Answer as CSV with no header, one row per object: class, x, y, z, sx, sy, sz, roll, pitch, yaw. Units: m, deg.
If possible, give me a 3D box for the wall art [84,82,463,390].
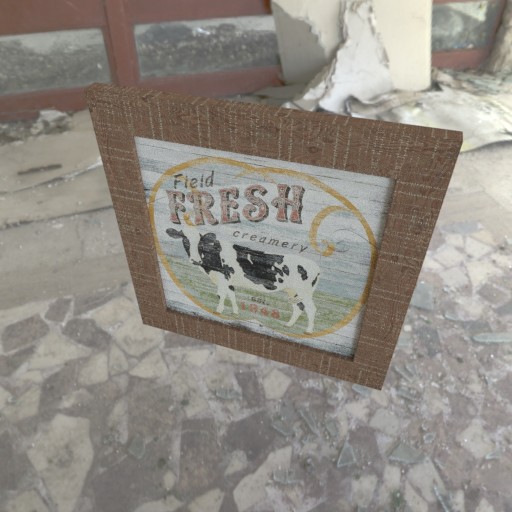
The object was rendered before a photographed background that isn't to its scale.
wall art,0.000,0.000,0.776,0.531,0.531,0.029,13,42,14
